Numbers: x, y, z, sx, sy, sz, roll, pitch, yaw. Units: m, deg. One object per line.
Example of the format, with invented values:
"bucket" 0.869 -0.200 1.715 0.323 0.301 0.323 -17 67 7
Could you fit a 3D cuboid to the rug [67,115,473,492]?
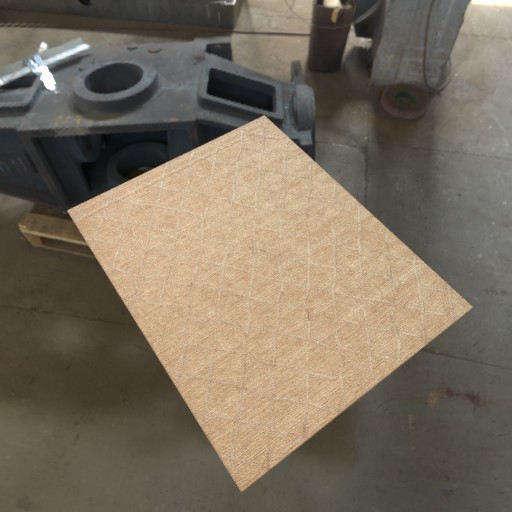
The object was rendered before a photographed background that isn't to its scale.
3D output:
"rug" 0.000 0.000 4.101 2.420 0.019 3.039 -31 62 -18
